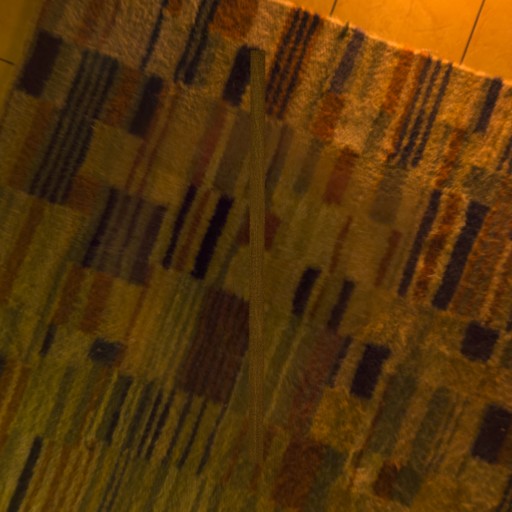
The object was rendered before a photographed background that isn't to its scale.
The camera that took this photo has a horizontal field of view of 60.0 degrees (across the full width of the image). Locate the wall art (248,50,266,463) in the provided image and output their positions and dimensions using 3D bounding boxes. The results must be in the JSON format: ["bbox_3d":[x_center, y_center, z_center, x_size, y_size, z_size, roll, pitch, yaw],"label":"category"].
[{"bbox_3d":[0.000,0.000,1.349,0.035,1.022,0.781,0,90,0],"label":"wall art"}]
